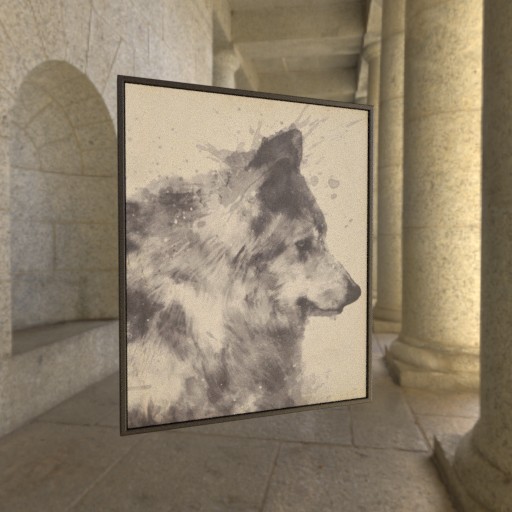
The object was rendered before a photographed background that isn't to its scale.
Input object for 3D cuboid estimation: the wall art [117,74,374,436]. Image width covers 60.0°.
[{"bbox_3d":[0.000,0.000,0.761,0.451,0.551,0.028,-1,2,-19],"label":"wall art"}]
